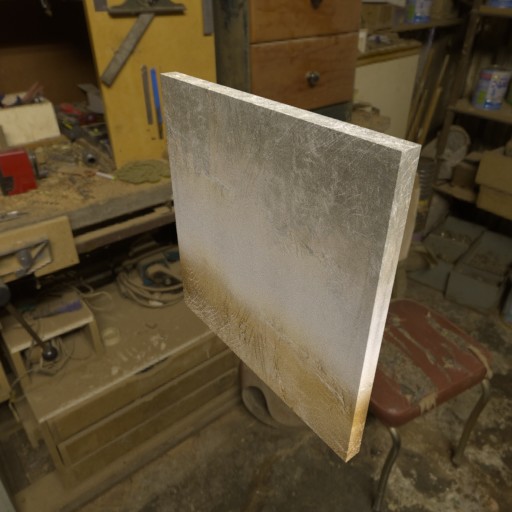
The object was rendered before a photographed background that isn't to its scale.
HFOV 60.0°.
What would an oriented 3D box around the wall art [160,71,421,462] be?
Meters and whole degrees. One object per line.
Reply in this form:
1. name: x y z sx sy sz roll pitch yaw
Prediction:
1. wall art: 0.000 0.000 0.894 0.038 0.610 0.610 -22 39 -31
